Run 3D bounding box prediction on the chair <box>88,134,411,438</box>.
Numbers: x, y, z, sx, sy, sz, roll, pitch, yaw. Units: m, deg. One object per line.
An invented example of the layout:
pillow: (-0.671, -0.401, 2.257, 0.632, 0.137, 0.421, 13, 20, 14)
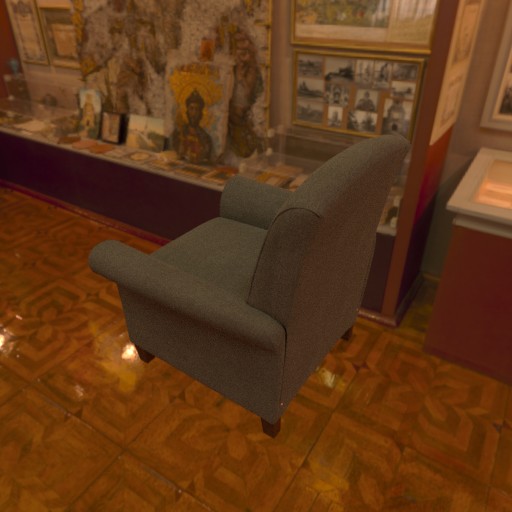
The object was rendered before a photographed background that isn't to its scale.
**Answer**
chair: (0.000, 0.000, 1.837, 0.905, 1.061, 0.978, 20, 37, 29)
